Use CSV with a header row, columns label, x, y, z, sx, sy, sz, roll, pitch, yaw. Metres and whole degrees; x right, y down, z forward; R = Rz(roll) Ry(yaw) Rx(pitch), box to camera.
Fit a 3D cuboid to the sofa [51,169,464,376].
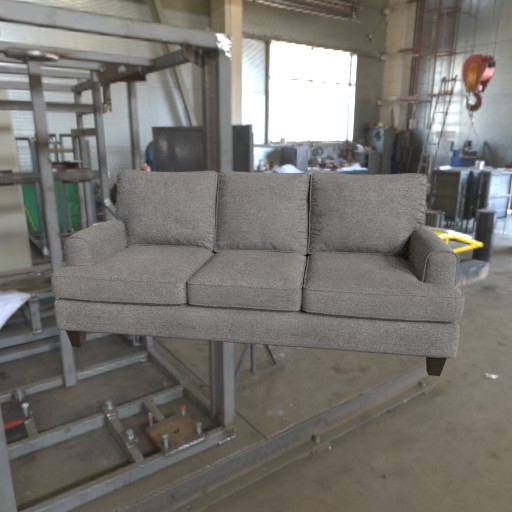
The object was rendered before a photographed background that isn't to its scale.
label,x,y,z,sx,sy,sz,roll,pitch,yaw
sofa,0.000,0.000,2.670,2.158,0.965,0.951,2,15,9
